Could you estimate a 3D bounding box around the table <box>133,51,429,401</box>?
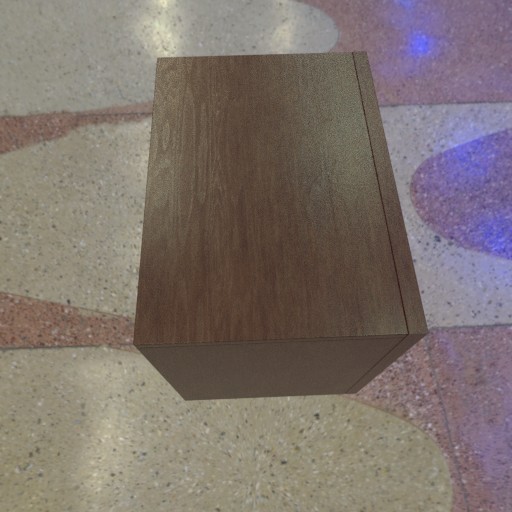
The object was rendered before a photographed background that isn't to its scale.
[{"bbox_3d":[0.000,0.000,0.996,0.449,0.609,0.557,-2,64,-1],"label":"table"}]
